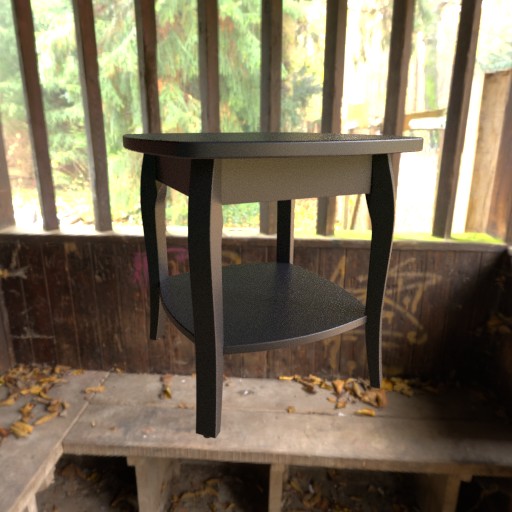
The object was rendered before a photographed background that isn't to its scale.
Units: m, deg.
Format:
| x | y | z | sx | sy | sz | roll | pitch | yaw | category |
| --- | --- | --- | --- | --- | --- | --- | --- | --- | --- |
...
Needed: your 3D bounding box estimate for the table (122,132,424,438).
| x | y | z | sx | sy | sz | roll | pitch | yaw | category |
| --- | --- | --- | --- | --- | --- | --- | --- | --- | --- |
| 0.000 | 0.000 | 0.870 | 0.457 | 0.457 | 0.508 | -8 | 18 | -24 | table |
